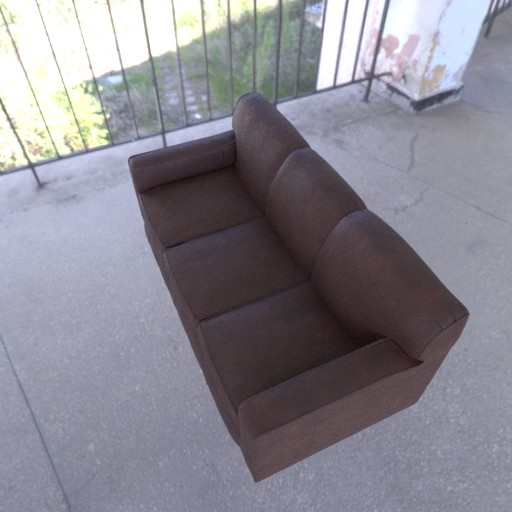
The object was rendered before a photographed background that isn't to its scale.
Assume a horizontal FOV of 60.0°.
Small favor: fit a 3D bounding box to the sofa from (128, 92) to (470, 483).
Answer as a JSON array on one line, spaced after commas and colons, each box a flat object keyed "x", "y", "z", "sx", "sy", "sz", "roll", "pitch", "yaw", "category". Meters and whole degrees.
[{"x": 0.000, "y": 0.000, "z": 2.533, "sx": 1.008, "sy": 0.953, "sz": 2.039, "roll": -19, "pitch": 50, "yaw": -16, "category": "sofa"}]
